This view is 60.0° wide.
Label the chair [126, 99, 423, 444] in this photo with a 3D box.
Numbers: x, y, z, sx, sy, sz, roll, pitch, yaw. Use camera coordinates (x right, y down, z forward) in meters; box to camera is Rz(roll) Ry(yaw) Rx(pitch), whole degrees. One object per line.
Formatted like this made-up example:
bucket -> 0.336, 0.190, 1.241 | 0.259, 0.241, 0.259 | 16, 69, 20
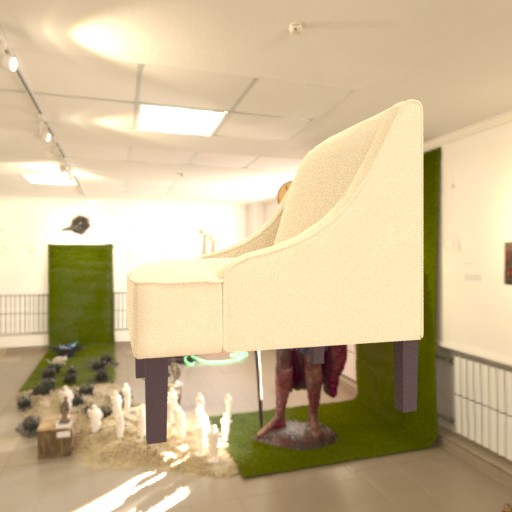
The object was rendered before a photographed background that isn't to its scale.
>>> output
chair -> 0.000, 0.000, 1.454 | 0.806, 0.886, 0.689 | 0, 0, -18
